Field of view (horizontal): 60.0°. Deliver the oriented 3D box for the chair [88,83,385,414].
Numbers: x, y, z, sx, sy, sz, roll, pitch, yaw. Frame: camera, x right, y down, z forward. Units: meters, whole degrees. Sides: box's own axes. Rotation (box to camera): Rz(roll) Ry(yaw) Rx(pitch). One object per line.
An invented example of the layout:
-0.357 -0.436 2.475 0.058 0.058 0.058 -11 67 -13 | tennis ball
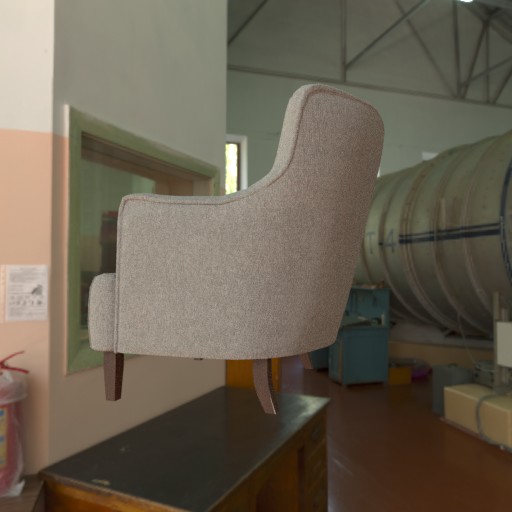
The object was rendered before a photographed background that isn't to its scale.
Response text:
0.000 0.000 1.599 0.910 0.920 0.820 0 -2 17 | chair
